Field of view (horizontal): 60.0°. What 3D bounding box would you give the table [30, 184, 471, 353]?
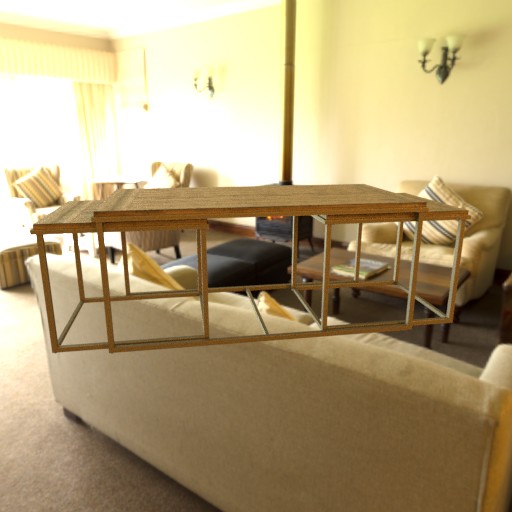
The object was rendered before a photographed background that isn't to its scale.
[{"bbox_3d":[0.000,0.000,1.549,1.312,0.427,0.489,-3,16,-9],"label":"table"}]
